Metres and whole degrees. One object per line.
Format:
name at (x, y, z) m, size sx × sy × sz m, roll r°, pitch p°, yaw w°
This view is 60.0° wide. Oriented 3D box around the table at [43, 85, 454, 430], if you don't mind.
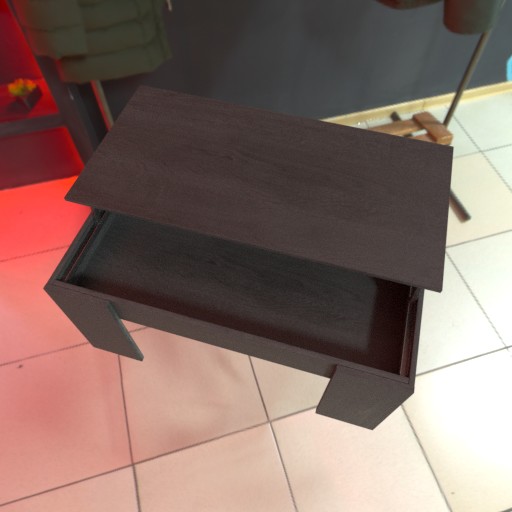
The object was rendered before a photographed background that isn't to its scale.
table at (0.000, 0.000, 1.433) m, size 1.000 × 0.570 × 0.711 m, roll 14°, pitch 59°, yaw 9°
